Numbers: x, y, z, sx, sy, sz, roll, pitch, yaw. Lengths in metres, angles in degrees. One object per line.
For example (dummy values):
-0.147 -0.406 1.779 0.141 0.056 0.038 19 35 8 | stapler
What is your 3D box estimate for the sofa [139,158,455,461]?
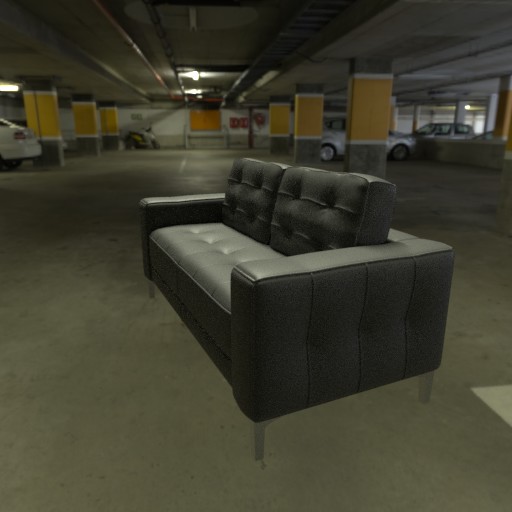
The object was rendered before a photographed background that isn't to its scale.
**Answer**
0.000 0.000 2.214 0.833 0.892 1.726 -7 18 -24 | sofa
